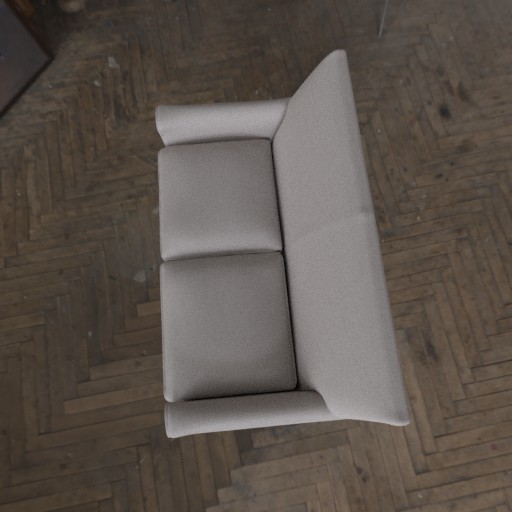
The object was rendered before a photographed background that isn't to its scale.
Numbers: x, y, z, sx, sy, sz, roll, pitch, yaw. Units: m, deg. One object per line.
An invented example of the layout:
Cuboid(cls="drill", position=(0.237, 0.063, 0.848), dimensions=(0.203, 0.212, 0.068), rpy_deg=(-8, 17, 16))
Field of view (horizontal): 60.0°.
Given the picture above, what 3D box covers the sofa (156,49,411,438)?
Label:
Cuboid(cls="sofa", position=(0.000, 0.000, 2.053), dimensions=(0.888, 0.890, 1.482), rpy_deg=(-5, 74, -1))
